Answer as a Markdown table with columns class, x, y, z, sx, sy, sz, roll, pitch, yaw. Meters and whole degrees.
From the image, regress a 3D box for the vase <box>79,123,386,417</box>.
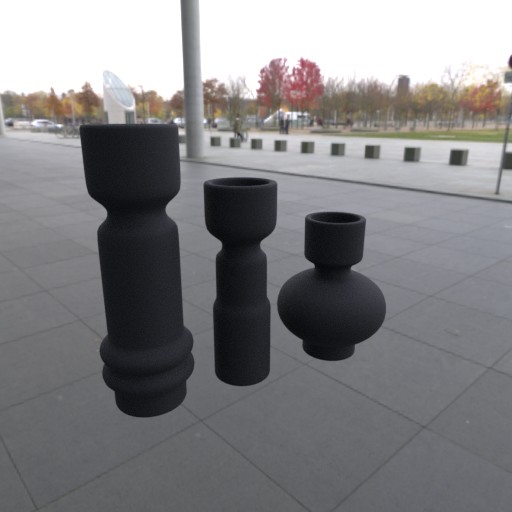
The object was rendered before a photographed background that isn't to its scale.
| class | x | y | z | sx | sy | sz | roll | pitch | yaw |
| --- | --- | --- | --- | --- | --- | --- | --- | --- | --- |
| vase | 0.000 | 0.000 | 0.434 | 0.307 | 0.249 | 0.120 | -9 | 19 | -26 |
